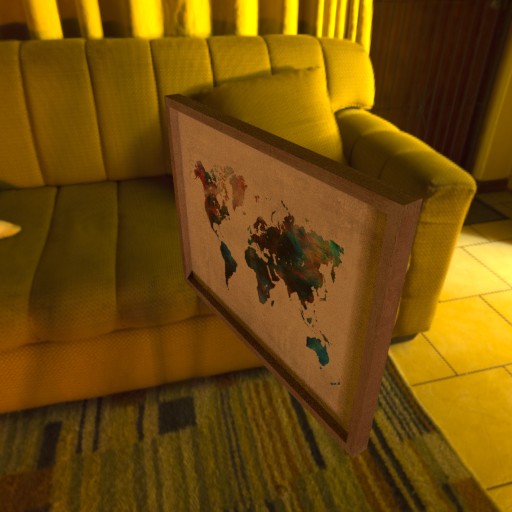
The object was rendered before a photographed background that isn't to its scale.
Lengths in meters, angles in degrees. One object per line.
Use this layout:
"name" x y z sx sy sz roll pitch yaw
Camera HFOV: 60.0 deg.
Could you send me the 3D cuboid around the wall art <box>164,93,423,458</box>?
"wall art" 0.000 0.000 1.790 0.070 1.009 1.320 -21 38 -29
